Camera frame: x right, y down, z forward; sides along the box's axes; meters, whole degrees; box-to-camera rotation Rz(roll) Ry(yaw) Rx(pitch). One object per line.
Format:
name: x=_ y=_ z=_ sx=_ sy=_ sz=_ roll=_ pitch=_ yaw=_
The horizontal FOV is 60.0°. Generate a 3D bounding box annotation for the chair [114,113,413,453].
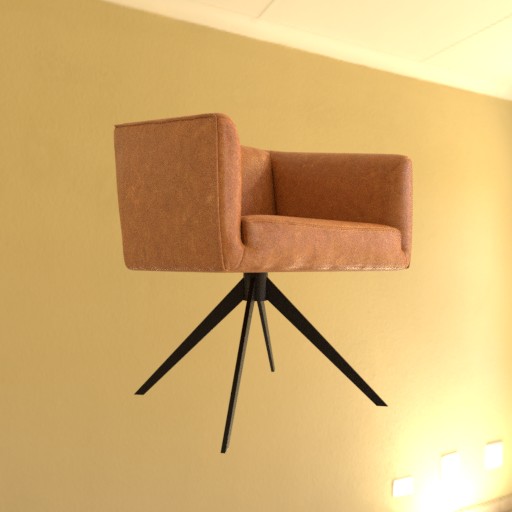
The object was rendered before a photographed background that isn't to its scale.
chair: x=0.000 y=0.000 z=1.179 sx=0.588 sy=0.760 sz=0.625 roll=1 pitch=-1 yaw=-35
